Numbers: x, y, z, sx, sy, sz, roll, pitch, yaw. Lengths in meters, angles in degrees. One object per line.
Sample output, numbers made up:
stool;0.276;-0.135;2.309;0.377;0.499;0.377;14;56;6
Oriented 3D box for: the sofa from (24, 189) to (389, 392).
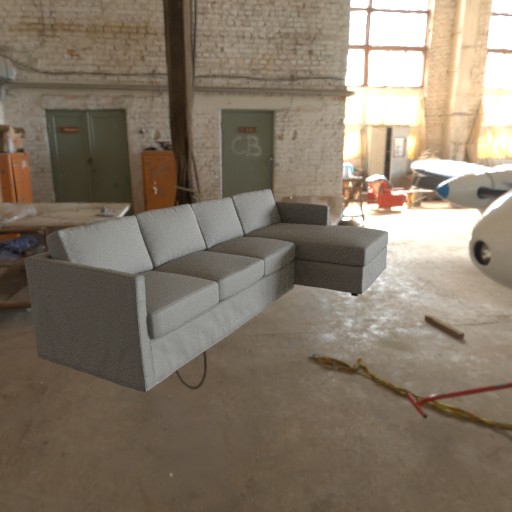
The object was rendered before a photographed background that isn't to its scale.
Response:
sofa;0.000;0.000;3.822;1.622;0.867;3.177;8;16;27
